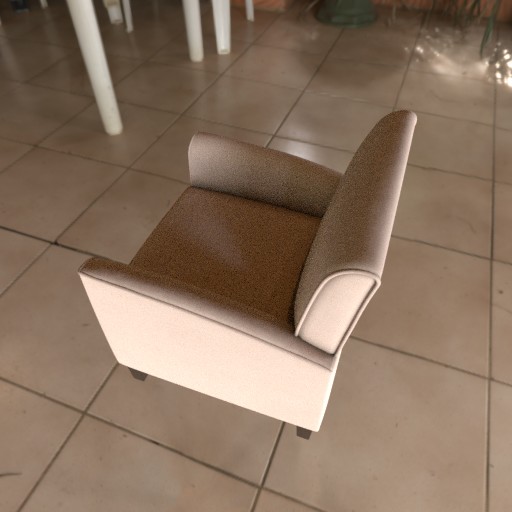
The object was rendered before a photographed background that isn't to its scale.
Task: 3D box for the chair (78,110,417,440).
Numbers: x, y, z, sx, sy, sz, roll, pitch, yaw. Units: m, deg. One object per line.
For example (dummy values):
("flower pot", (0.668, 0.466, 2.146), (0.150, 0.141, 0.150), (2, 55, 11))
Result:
("chair", (0.000, 0.000, 1.561), (0.820, 0.915, 0.820), (15, 48, 14))
